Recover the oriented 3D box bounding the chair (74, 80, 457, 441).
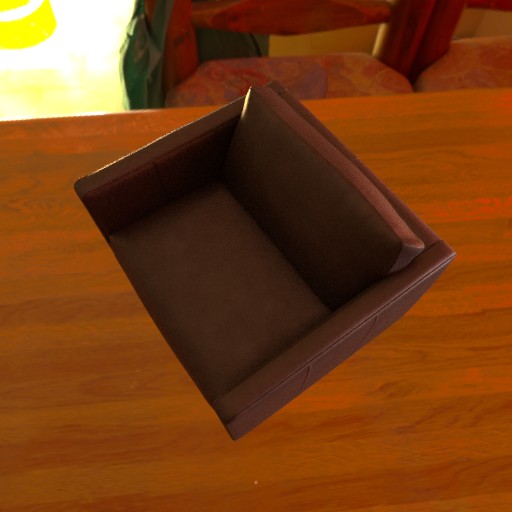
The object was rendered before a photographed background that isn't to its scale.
[{"bbox_3d":[0.000,0.000,1.627,0.862,0.811,0.939,-32,67,-15],"label":"chair"}]
